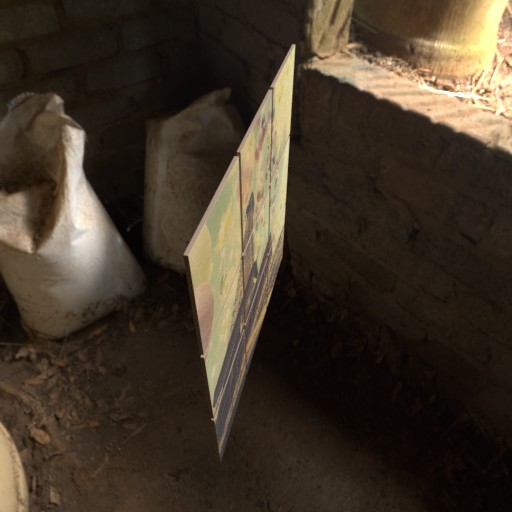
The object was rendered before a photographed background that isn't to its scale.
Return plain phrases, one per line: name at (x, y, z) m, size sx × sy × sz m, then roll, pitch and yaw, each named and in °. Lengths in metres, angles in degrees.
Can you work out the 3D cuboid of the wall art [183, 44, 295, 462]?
wall art at (0.000, 0.000, 1.800) m, size 0.013 × 1.218 × 1.219 m, roll 10°, pitch 47°, yaw 10°
